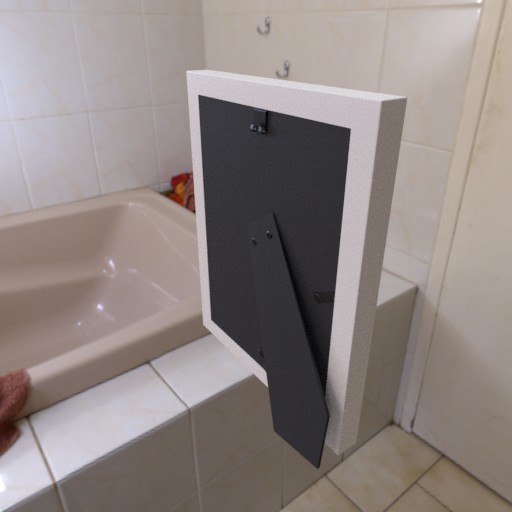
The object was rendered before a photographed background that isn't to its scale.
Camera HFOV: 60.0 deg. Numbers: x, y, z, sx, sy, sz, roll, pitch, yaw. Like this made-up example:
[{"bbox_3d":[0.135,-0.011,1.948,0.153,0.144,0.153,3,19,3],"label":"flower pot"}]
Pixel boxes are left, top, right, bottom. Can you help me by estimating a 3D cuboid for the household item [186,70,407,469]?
[{"bbox_3d":[0.000,0.000,0.340,0.045,0.250,0.200,-18,32,-31],"label":"household item"}]
